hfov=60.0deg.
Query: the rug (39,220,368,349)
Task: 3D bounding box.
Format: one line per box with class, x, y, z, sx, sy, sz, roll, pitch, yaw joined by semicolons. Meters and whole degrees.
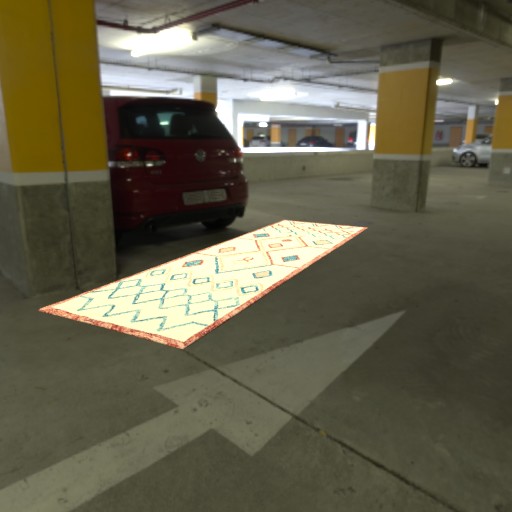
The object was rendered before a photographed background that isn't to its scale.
rug;0.000;0.000;2.708;0.750;0.011;2.435;8;16;27
